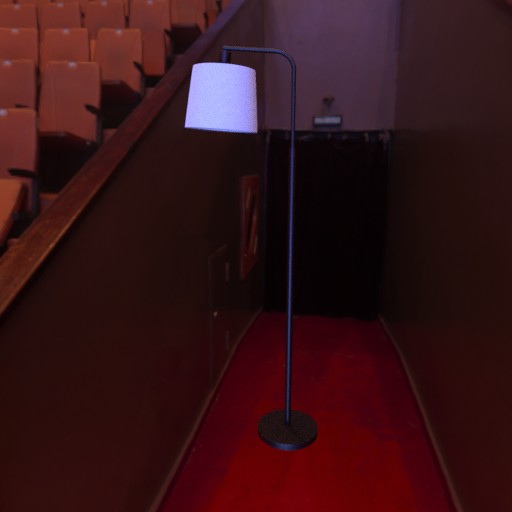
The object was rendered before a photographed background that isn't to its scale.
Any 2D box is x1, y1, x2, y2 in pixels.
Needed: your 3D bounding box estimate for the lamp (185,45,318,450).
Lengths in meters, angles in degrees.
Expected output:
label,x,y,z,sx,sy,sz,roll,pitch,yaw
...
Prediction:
label,x,y,z,sx,sy,sz,roll,pitch,yaw
lamp,0.000,0.000,1.677,0.508,1.478,0.254,2,13,7
